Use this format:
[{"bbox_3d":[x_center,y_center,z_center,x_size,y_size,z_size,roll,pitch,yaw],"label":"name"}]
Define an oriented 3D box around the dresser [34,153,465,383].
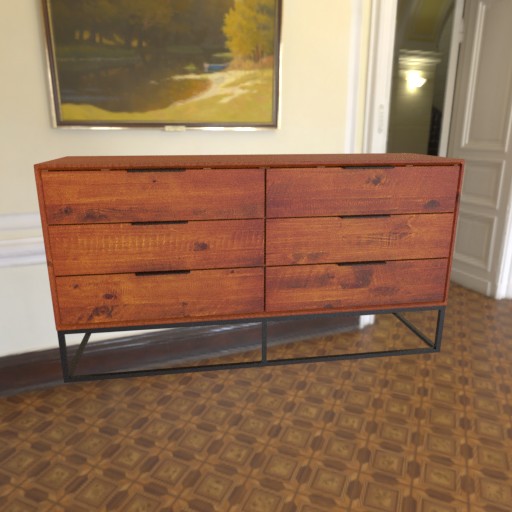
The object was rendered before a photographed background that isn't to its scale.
[{"bbox_3d":[0.000,0.000,1.870,1.536,0.810,0.464,-3,16,-9],"label":"dresser"}]
